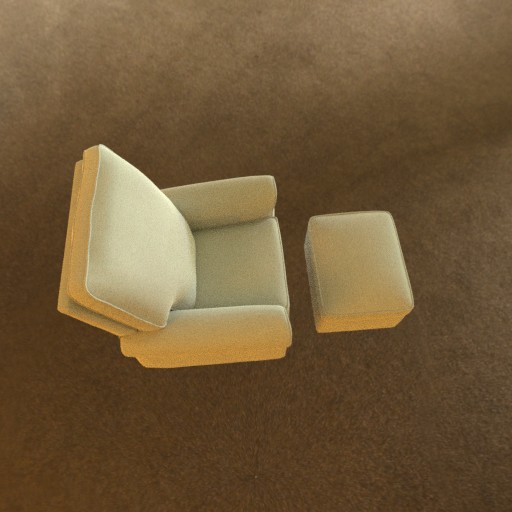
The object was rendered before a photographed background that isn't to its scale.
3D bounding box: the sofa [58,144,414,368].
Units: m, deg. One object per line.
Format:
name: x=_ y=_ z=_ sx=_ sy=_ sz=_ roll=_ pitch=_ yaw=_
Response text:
sofa: x=0.000 y=0.000 z=2.067 sx=1.478 sy=0.959 sz=0.880 roll=-4 pitch=64 yaw=-2
